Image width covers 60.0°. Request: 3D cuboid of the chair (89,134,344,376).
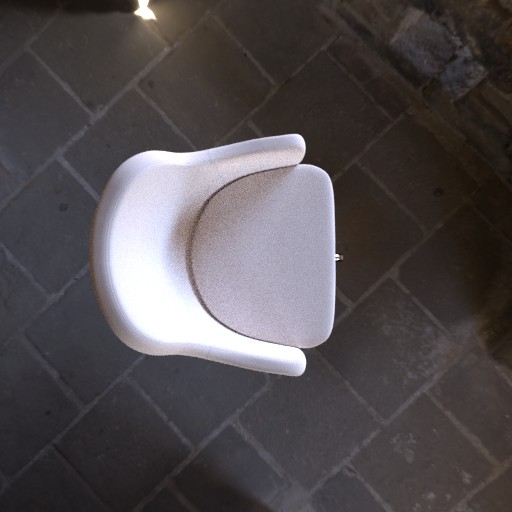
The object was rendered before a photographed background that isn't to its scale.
[{"bbox_3d":[0.000,0.000,1.268,0.647,0.819,0.602,0,89,1],"label":"chair"}]
